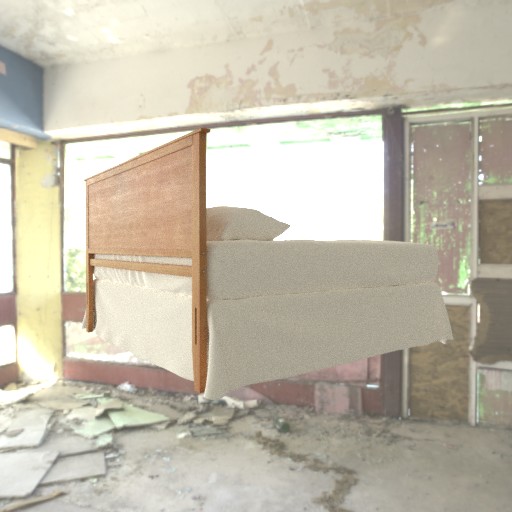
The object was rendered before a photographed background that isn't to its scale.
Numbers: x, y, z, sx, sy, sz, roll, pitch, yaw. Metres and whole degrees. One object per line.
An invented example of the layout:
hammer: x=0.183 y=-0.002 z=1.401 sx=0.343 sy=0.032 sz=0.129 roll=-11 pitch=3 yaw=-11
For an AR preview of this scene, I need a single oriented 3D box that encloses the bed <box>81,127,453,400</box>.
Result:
bed: x=0.000 y=0.000 z=3.564 sx=2.215 sy=1.270 sz=2.317 roll=-1 pitch=1 yaw=-36
